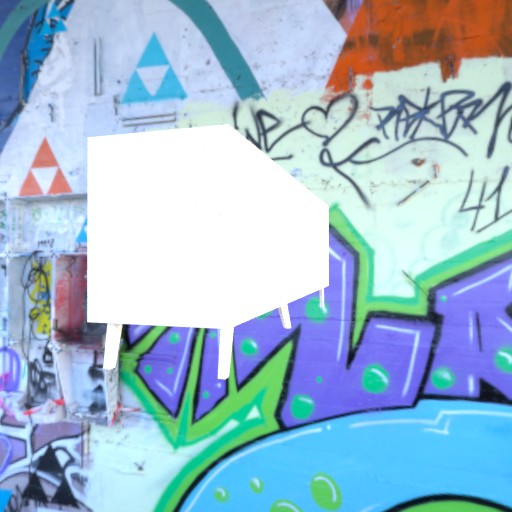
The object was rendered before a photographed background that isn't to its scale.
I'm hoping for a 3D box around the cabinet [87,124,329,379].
[{"bbox_3d":[0.000,0.000,2.454,0.500,0.780,2.200,0,0,17],"label":"cabinet"}]
